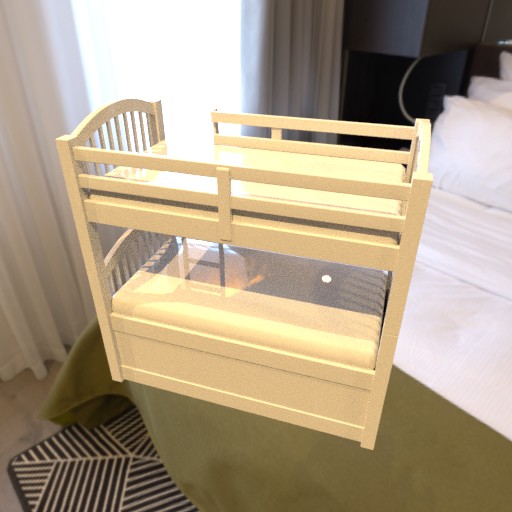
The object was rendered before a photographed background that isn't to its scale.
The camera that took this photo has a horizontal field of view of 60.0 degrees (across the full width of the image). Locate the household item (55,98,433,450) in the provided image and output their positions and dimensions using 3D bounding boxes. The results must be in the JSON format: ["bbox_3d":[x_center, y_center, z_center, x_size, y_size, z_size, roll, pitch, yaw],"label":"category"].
[{"bbox_3d":[0.000,0.000,3.192,2.032,2.032,1.143,10,33,15],"label":"household item"}]
